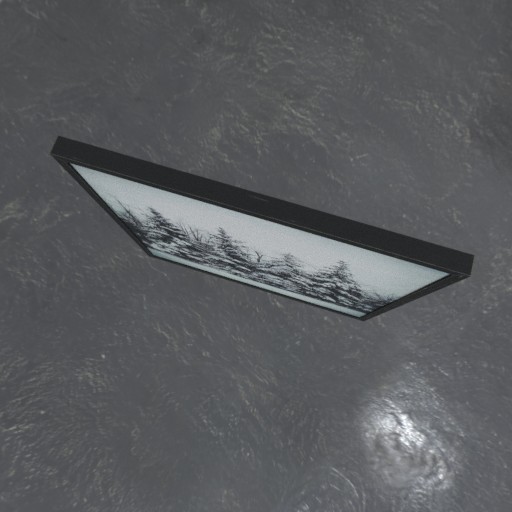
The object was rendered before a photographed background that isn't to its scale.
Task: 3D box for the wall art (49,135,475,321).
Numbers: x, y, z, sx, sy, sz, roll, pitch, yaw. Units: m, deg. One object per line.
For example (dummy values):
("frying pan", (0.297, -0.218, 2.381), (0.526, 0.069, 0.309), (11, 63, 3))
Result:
("wall art", (0.000, 0.000, 1.137), (0.761, 0.761, 0.037), (17, 77, 4))
